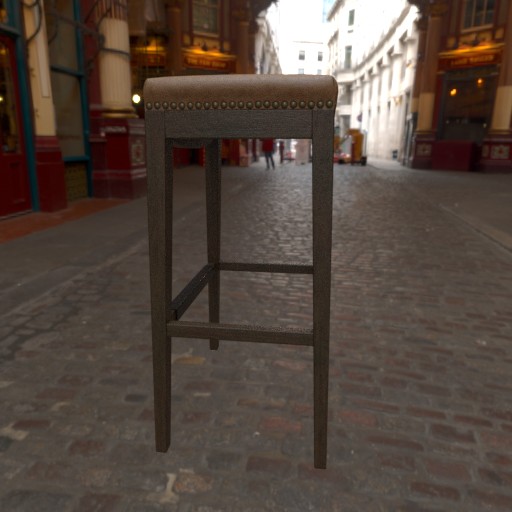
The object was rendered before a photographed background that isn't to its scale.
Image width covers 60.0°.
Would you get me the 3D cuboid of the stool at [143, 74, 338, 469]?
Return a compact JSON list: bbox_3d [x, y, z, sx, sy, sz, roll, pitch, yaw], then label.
[{"bbox_3d":[0.000,0.000,1.063,0.361,0.759,0.500,2,15,8],"label":"stool"}]
